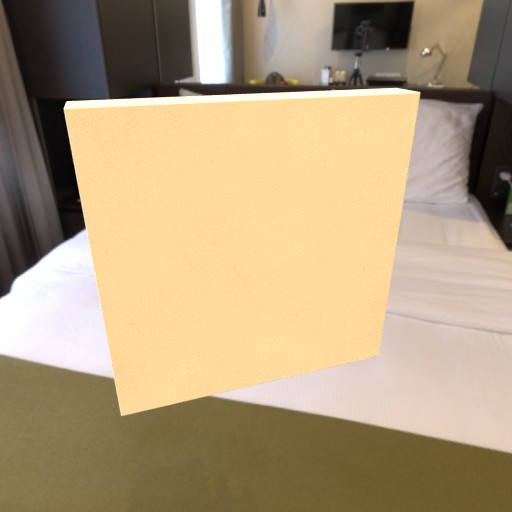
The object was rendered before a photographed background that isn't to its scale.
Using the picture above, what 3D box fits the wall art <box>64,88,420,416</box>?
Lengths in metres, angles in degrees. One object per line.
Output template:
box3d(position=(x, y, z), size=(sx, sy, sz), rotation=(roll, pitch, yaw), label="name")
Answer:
box3d(position=(0.000, 0.000, 0.447), size=(0.305, 0.305, 0.038), rotation=(-8, 28, -16), label="wall art")
